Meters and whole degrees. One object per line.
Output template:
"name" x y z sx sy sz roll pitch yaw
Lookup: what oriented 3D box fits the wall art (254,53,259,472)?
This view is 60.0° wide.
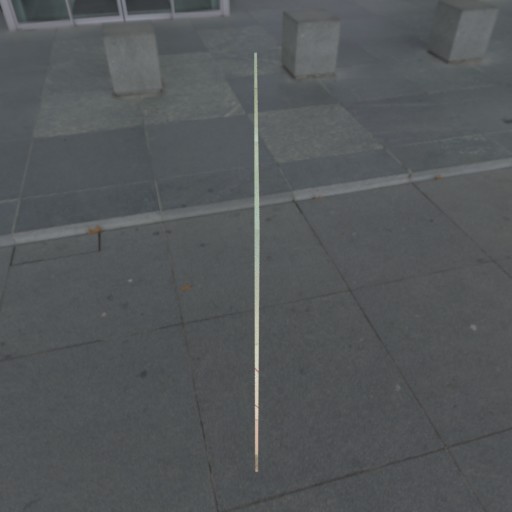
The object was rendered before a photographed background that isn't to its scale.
"wall art" 0.000 0.000 2.271 0.013 1.523 1.517 0 41 0
